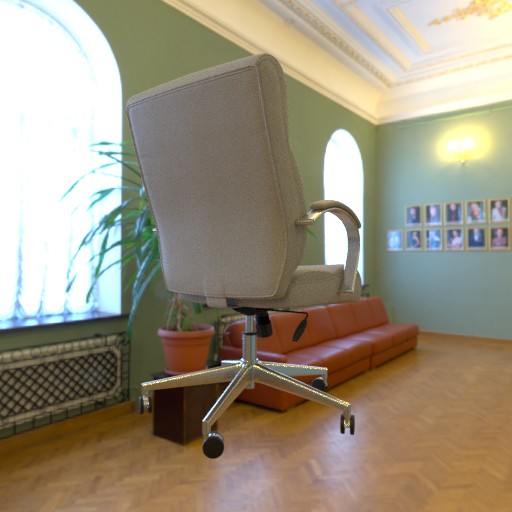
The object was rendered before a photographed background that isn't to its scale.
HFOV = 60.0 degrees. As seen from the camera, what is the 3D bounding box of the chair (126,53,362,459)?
[{"bbox_3d":[0.000,0.000,1.553,0.727,1.099,0.745,0,-1,36],"label":"chair"}]
